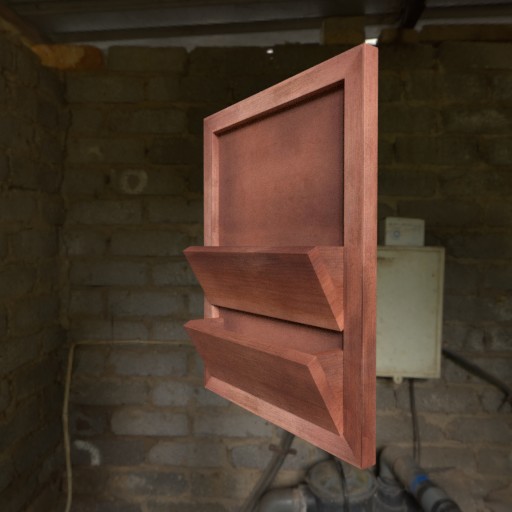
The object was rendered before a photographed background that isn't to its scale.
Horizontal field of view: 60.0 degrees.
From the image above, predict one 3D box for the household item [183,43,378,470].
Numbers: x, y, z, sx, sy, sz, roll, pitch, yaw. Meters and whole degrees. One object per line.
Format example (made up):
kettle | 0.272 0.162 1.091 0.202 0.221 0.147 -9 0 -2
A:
household item | 0.000 0.000 0.538 0.067 0.407 0.310 -1 2 -36
